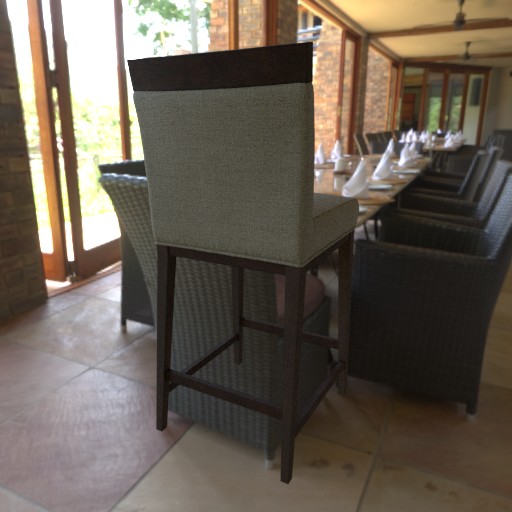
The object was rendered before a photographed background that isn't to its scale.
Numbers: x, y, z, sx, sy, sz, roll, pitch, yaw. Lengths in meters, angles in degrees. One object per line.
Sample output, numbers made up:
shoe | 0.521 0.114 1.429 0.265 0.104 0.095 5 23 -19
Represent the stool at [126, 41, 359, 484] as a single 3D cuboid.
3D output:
stool | 0.000 0.000 1.379 0.511 1.117 0.531 9 18 28
